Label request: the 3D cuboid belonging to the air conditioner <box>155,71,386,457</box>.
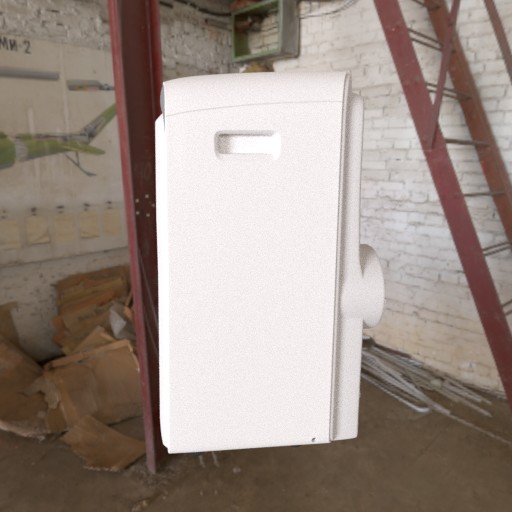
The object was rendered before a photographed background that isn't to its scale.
[{"bbox_3d":[0.000,0.000,1.039,0.467,0.765,0.478,-2,14,-8],"label":"air conditioner"}]
